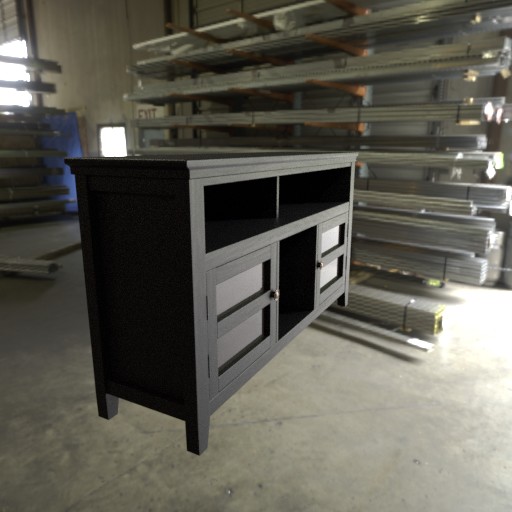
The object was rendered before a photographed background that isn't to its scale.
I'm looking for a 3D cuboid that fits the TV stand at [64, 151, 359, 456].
[{"bbox_3d":[0.000,0.000,1.519,0.347,0.681,1.198,7,16,27],"label":"TV stand"}]
